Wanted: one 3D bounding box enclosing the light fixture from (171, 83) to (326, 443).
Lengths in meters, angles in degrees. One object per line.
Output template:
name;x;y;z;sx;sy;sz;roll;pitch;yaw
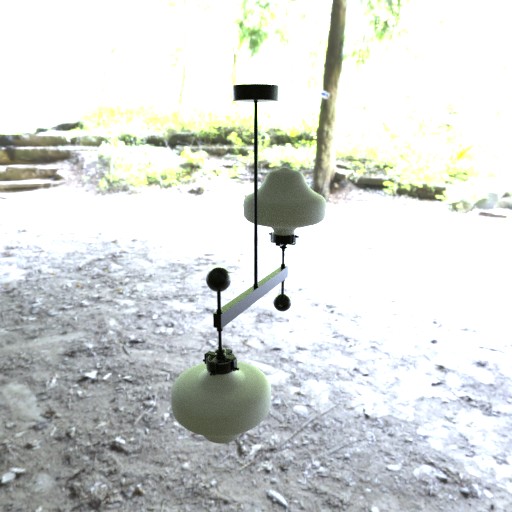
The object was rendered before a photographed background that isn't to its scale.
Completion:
light fixture;0.000;0.000;1.033;0.422;0.743;0.489;-3;16;-11
